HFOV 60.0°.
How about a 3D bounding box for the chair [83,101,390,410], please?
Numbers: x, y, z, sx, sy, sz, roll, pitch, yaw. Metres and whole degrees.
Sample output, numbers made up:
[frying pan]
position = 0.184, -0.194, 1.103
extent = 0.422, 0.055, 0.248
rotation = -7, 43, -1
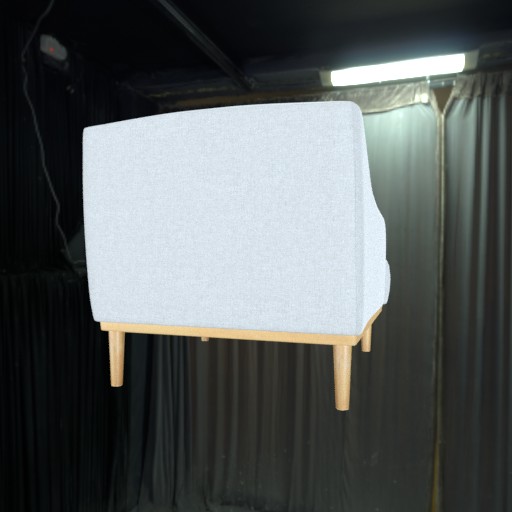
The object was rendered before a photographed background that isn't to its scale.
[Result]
[chair]
position = 0.000, 0.000, 1.641
extent = 0.946, 0.818, 0.951
rotation = 0, 1, 17
